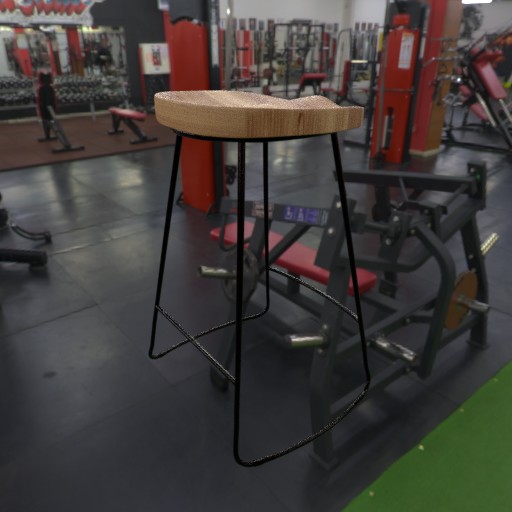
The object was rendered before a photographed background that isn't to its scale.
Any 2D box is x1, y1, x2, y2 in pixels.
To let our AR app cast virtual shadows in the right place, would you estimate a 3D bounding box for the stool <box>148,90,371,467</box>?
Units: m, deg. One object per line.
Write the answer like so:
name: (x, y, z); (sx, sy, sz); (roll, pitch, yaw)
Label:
stool: (0.000, 0.000, 0.986); (0.401, 0.679, 0.480); (-18, 30, -33)
